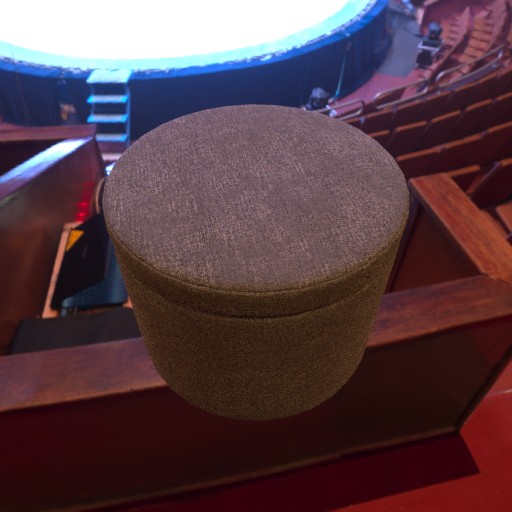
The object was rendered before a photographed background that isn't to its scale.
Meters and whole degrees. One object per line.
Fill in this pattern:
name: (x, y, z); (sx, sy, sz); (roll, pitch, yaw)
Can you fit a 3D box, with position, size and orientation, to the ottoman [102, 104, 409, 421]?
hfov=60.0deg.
ottoman: (0.000, 0.000, 0.868); (0.500, 0.419, 0.500); (0, 46, 0)
